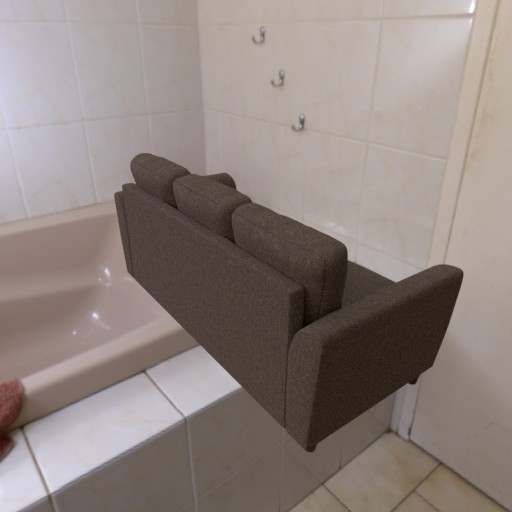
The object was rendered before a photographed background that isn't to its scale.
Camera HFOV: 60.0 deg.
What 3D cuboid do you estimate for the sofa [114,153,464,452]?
[{"bbox_3d":[0.000,0.000,2.366,0.837,0.891,1.847,-18,31,-32],"label":"sofa"}]
